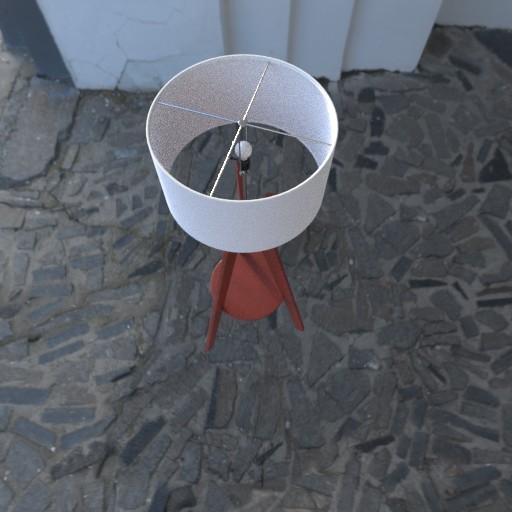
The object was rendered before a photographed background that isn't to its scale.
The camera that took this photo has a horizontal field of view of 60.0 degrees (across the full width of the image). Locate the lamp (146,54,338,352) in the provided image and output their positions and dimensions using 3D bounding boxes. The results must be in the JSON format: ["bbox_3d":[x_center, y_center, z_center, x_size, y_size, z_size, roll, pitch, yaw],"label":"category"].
[{"bbox_3d":[0.000,0.000,1.748,0.542,1.472,0.539,16,65,8],"label":"lamp"}]
